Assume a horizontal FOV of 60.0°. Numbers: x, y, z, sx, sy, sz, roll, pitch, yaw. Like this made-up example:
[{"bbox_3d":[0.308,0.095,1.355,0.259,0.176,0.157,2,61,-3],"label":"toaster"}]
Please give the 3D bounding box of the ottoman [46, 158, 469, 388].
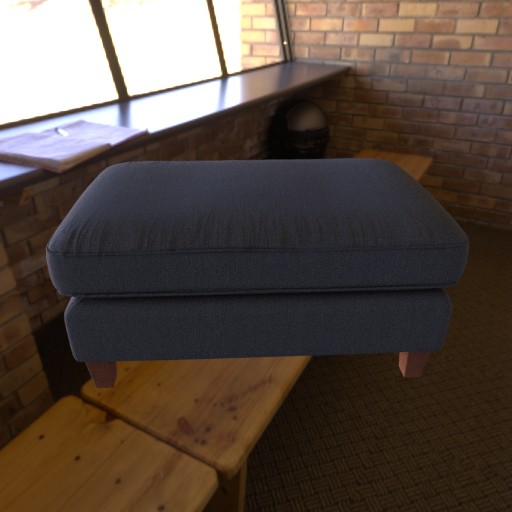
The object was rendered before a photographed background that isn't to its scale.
[{"bbox_3d":[0.000,0.000,1.203,0.885,0.438,0.570,-1,29,-2],"label":"ottoman"}]
